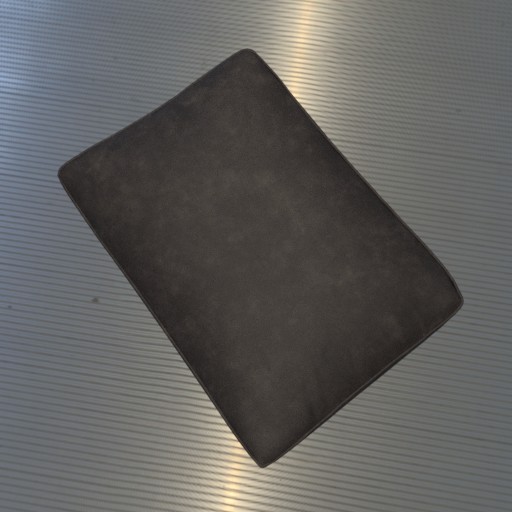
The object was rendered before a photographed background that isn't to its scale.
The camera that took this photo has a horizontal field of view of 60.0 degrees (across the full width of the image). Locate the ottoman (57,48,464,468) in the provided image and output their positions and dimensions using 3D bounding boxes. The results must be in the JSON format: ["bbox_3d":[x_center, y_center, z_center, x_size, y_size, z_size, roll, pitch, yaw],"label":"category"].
[{"bbox_3d":[0.000,0.000,0.964,0.501,0.413,0.665,-36,79,-8],"label":"ottoman"}]
